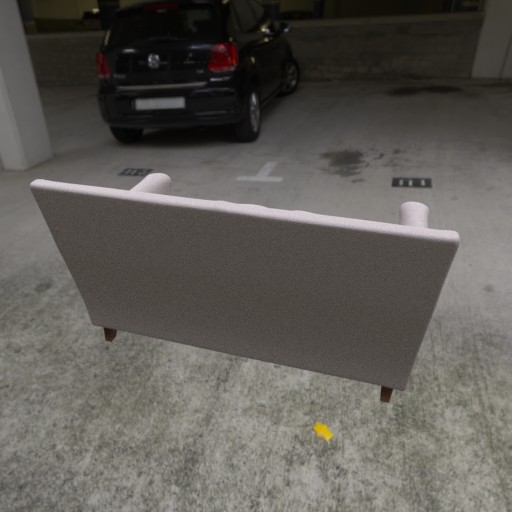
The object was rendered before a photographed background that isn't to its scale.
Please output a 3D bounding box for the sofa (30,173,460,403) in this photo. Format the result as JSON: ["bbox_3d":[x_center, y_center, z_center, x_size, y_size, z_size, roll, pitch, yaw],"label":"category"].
[{"bbox_3d":[0.000,0.000,2.027,1.482,0.890,0.888,9,32,14],"label":"sofa"}]
